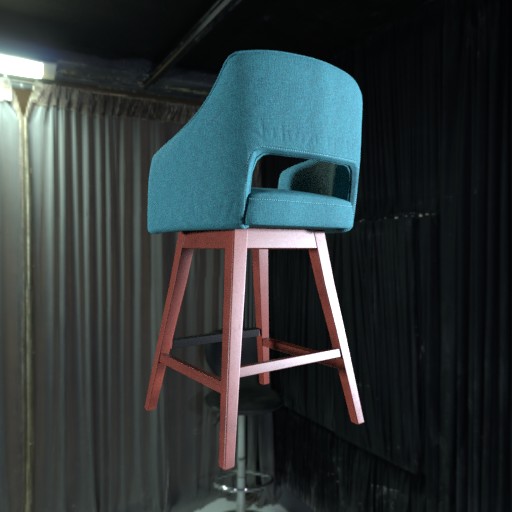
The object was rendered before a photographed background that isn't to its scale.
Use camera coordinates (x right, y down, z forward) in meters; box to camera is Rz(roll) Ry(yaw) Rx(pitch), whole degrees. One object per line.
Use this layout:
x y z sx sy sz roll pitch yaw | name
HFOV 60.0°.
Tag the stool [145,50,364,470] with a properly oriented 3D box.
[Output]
0.000 0.000 1.298 0.548 0.961 0.556 -1 1 -36 | stool
